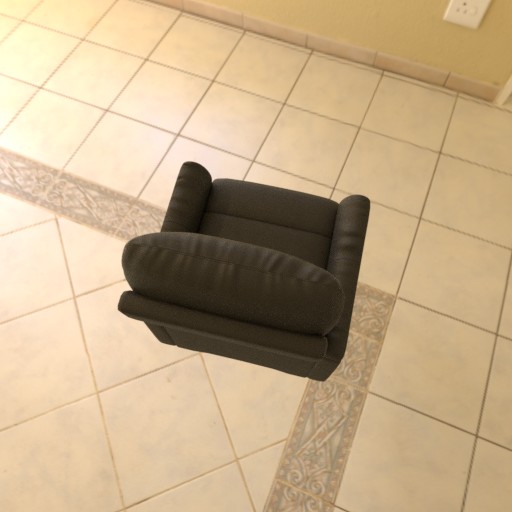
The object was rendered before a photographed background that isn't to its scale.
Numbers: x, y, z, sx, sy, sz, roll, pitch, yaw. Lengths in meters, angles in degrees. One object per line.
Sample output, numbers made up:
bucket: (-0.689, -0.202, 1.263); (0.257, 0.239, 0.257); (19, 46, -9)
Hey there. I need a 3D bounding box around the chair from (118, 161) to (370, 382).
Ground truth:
chair: (0.000, 0.000, 1.639); (0.775, 1.082, 0.831); (12, 65, 6)
